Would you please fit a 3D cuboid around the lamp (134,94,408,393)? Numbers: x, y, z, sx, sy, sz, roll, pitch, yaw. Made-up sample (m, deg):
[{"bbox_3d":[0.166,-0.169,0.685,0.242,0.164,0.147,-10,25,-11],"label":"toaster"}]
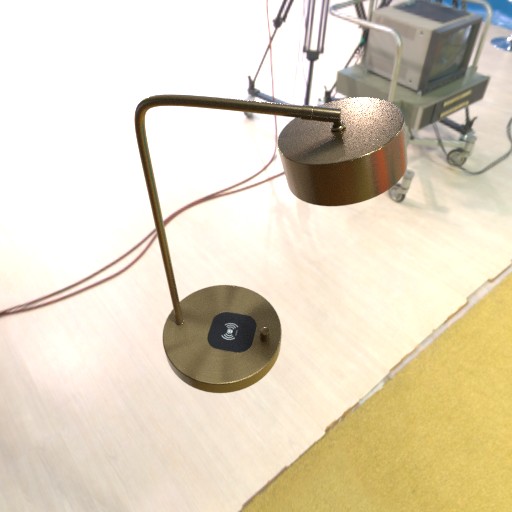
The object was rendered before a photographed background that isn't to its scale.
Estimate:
[{"bbox_3d":[0.000,0.000,0.513,0.270,0.380,0.171,9,47,9],"label":"lamp"}]
